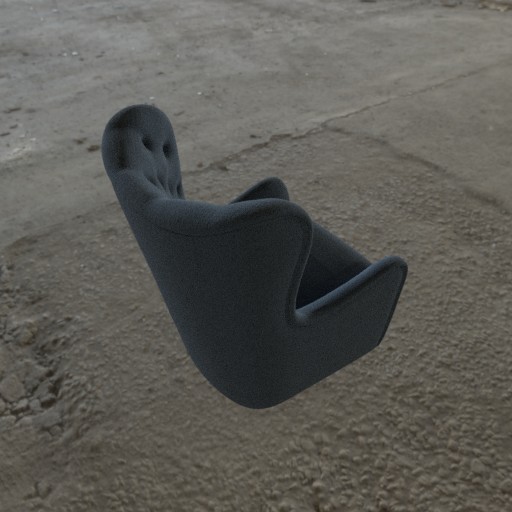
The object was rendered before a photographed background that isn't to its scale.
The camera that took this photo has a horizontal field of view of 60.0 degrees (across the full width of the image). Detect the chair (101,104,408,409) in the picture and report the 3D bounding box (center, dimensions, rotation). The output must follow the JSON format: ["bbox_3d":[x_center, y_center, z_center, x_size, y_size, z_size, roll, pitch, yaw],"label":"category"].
[{"bbox_3d":[0.000,0.000,1.749,0.930,1.079,0.831,-25,46,-27],"label":"chair"}]
